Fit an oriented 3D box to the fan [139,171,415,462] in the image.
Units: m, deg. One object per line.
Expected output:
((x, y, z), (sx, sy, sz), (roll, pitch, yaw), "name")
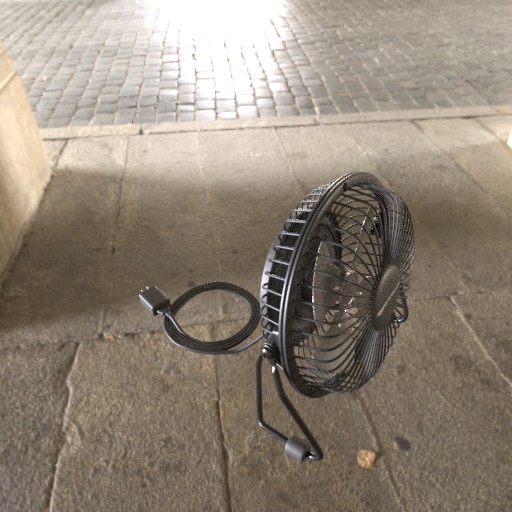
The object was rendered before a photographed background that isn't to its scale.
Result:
((0.000, 0.000, 0.304), (0.202, 0.152, 0.153), (25, 46, 26), "fan")
